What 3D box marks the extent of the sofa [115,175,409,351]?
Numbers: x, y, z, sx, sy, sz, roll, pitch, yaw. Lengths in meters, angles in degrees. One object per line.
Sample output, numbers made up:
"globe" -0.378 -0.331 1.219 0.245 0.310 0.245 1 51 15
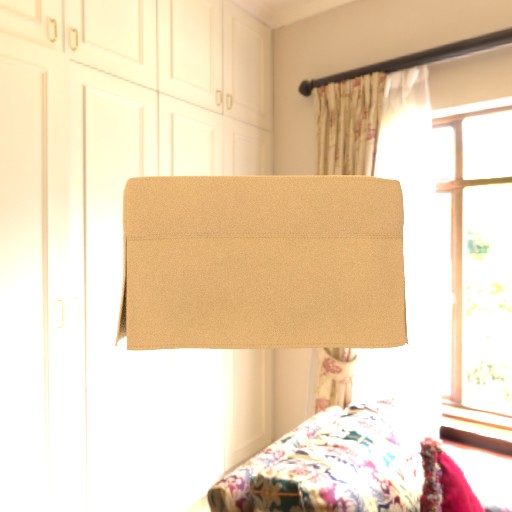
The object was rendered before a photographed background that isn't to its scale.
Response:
"sofa" 0.000 0.000 2.177 0.939 0.552 1.677 0 1 -2
